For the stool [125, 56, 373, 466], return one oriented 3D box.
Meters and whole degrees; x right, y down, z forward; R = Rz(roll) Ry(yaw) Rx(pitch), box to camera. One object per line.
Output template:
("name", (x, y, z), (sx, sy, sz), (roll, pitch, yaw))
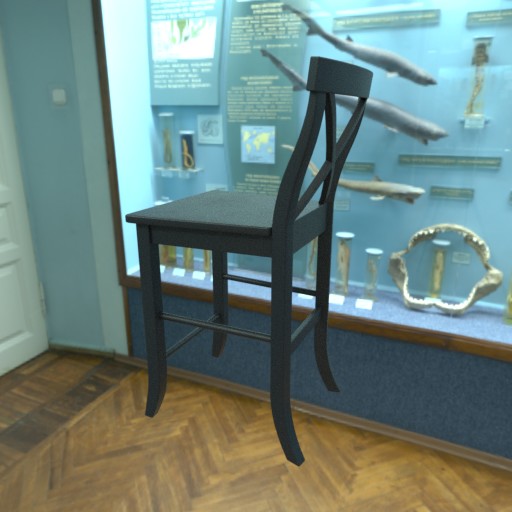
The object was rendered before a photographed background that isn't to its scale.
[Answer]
("stool", (0.000, 0.000, 1.276), (0.559, 0.989, 0.452), (8, 20, 25))
